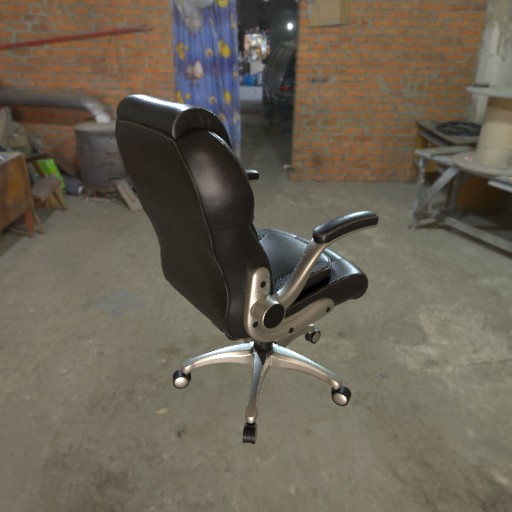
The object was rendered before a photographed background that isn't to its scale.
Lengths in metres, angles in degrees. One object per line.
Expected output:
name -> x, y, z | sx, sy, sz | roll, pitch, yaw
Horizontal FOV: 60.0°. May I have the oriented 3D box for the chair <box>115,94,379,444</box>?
chair -> 0.000, 0.000, 1.636 | 0.801, 1.141, 0.724 | -18, 31, -32
